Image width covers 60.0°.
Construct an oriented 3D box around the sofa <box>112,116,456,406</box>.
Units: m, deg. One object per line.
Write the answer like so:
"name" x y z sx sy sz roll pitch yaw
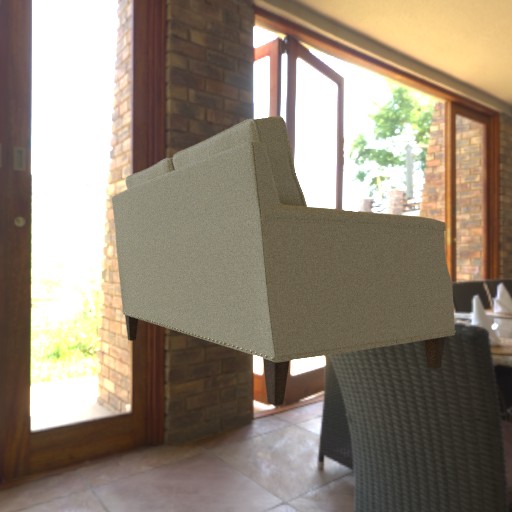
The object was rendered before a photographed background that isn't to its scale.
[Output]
"sofa" 0.000 0.000 2.307 1.084 1.003 1.597 0 -1 -34
